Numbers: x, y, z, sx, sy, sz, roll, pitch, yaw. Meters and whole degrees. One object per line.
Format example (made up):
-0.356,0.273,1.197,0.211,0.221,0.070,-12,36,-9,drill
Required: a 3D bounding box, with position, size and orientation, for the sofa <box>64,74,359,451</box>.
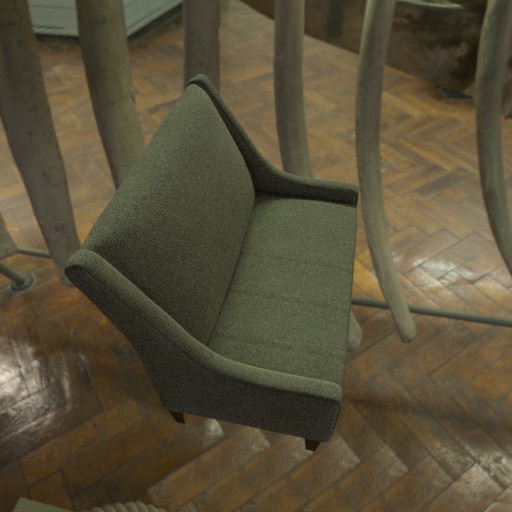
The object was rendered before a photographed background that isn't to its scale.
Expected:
0.000,0.000,1.934,0.870,1.021,1.242,9,48,8,sofa
